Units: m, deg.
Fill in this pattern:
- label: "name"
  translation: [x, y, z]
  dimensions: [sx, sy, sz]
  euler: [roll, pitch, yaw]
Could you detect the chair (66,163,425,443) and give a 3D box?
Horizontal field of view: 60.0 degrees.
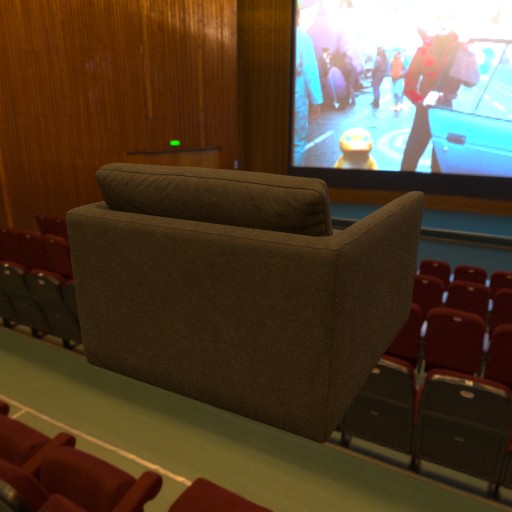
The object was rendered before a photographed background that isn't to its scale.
- label: "chair"
  translation: [0.000, 0.000, 1.906]
  dimensions: [1.190, 0.845, 1.091]
  euler: [9, 20, 26]
